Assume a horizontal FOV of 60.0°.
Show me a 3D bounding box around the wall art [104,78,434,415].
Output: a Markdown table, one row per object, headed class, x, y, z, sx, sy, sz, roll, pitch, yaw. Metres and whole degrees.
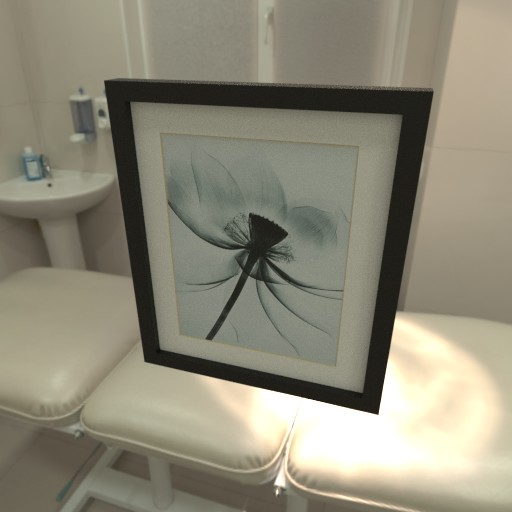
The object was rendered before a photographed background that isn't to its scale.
| class | x | y | z | sx | sy | sz | roll | pitch | yaw |
| --- | --- | --- | --- | --- | --- | --- | --- | --- | --- |
| wall art | 0.000 | 0.000 | 0.524 | 0.330 | 0.381 | 0.029 | 8 | 28 | 16 |
